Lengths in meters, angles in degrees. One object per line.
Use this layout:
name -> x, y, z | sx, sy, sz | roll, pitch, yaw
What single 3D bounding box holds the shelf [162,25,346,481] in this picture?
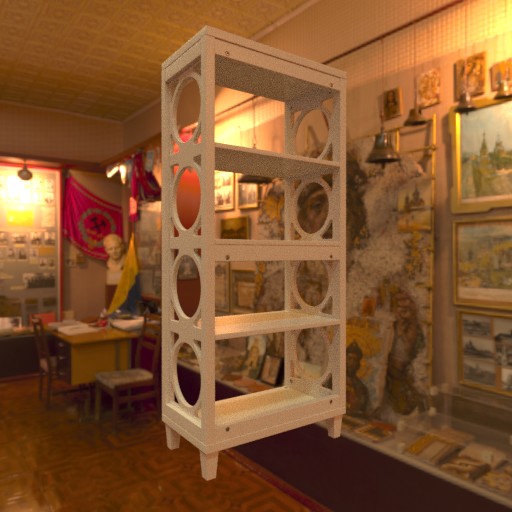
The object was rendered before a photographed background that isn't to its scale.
shelf -> 0.000, 0.000, 1.668 | 0.611, 1.411, 0.340 | 0, 0, -35
